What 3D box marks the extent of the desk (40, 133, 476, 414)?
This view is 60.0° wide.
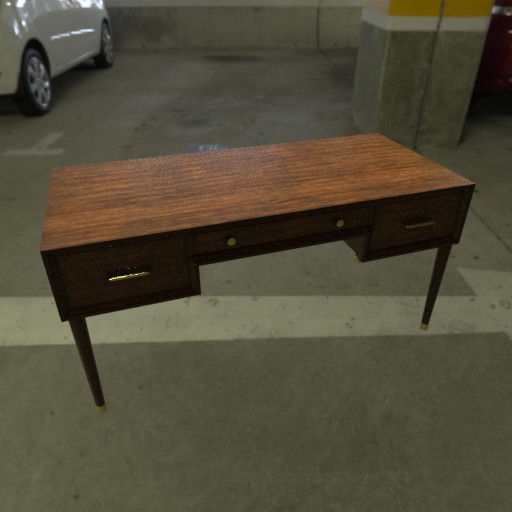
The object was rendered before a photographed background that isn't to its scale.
[{"bbox_3d":[0.000,0.000,1.996,1.575,0.762,0.724,-10,33,-16],"label":"desk"}]
